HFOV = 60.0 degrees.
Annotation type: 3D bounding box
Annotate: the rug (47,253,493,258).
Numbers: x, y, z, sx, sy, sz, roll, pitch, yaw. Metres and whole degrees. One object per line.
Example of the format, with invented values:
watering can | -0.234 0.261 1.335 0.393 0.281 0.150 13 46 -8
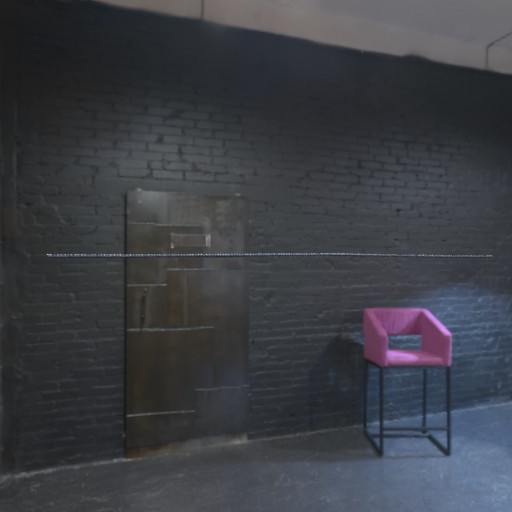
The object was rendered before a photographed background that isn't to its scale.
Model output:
rug | 0.000 0.000 2.963 2.349 0.030 1.624 0 0 -18
